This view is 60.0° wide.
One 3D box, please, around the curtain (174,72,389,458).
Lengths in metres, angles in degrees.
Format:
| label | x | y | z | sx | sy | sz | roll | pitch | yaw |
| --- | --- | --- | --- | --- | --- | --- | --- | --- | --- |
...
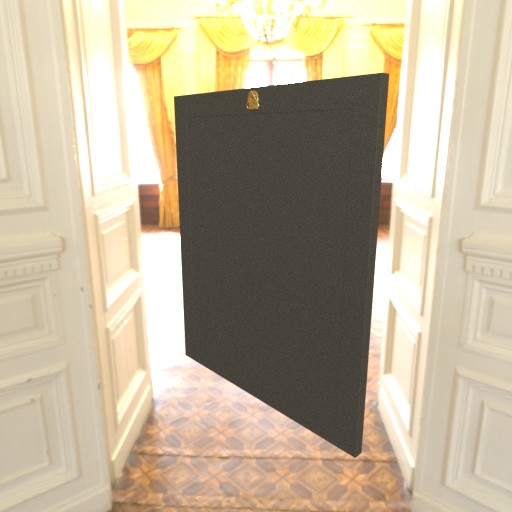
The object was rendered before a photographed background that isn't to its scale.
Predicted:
| label | x | y | z | sx | sy | sz | roll | pitch | yaw |
| --- | --- | --- | --- | --- | --- | --- | --- | --- | --- |
| curtain | 0.000 | 0.000 | 0.819 | 0.027 | 0.585 | 0.483 | -14 | 20 | -41 |
